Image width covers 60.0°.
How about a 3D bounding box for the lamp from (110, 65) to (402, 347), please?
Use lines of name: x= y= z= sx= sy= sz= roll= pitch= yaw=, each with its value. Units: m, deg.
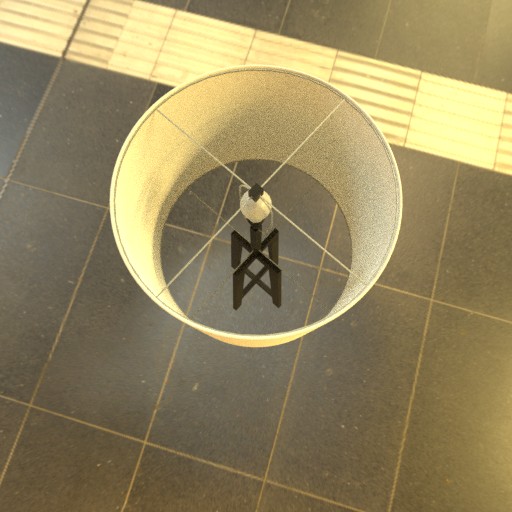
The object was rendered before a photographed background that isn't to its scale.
lamp: x=0.000 y=0.000 z=0.624 sx=0.257 sy=0.489 sz=0.257 roll=-3 pitch=76 yaw=-1
